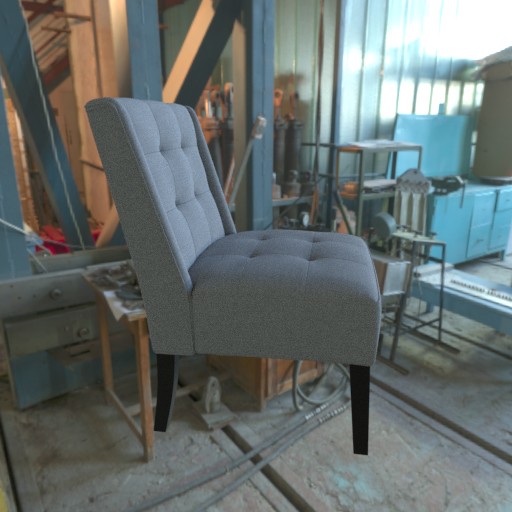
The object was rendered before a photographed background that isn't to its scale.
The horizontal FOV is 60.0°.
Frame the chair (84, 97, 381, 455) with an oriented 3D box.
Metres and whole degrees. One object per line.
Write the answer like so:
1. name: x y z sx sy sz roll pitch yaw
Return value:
1. chair: 0.000 0.000 1.281 0.676 0.853 0.569 3 17 9
